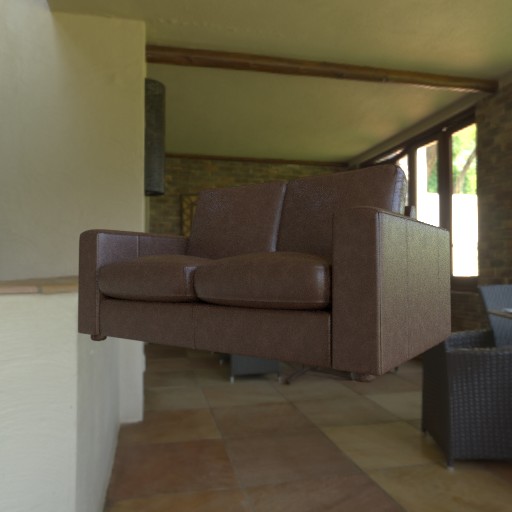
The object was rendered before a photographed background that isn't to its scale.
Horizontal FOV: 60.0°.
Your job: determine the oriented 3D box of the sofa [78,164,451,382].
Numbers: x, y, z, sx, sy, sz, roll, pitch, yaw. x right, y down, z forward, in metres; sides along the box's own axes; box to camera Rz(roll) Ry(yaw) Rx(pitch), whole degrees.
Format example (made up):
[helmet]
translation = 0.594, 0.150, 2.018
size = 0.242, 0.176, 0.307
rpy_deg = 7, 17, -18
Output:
[sofa]
translation = 0.000, 0.000, 2.217
size = 1.616, 0.873, 1.016
rpy_deg = -1, -2, 35
